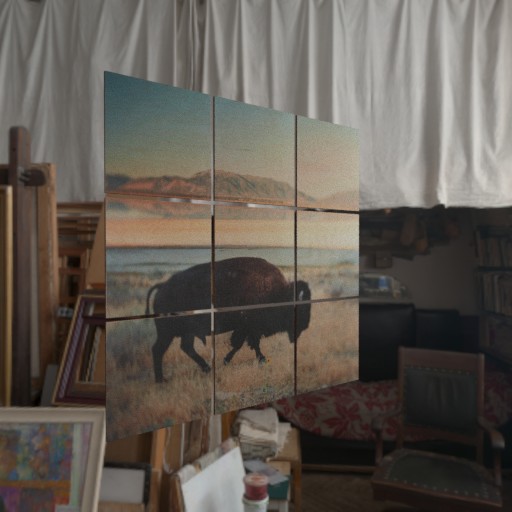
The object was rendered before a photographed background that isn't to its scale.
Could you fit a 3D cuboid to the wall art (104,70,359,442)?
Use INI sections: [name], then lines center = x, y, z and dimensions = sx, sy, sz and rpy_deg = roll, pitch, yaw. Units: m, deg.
[wall art]
center = 0.000, 0.000, 2.277
dimensions = 1.533, 1.532, 0.019
rpy_deg = -1, 1, -35
